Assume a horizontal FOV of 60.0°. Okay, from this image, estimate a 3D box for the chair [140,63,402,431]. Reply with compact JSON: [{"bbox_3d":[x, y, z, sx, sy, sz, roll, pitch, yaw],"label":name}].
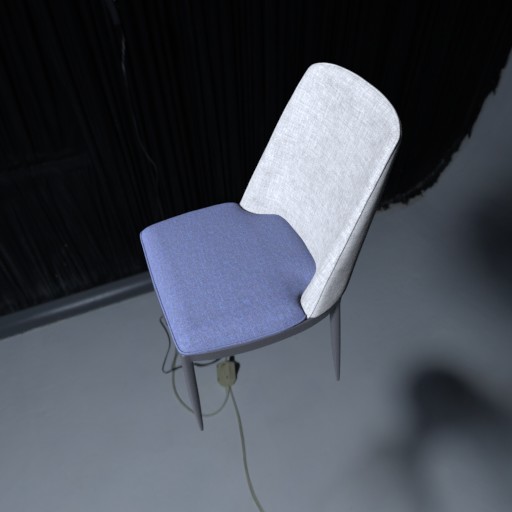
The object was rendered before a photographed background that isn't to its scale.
[{"bbox_3d":[0.000,0.000,1.180,0.550,0.855,0.488,-16,47,-15],"label":"chair"}]
